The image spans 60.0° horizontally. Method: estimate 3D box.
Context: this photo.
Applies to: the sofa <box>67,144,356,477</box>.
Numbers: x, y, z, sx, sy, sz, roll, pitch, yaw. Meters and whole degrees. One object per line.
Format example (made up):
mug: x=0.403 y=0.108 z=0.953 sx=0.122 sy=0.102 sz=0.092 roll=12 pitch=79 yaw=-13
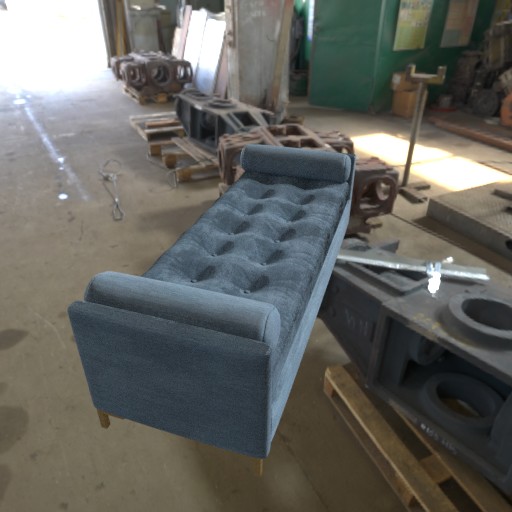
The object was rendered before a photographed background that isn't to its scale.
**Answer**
sofa: x=0.000 y=0.000 z=2.491 sx=0.796 sy=0.705 sz=2.102 roll=10 pitch=33 yaw=16
